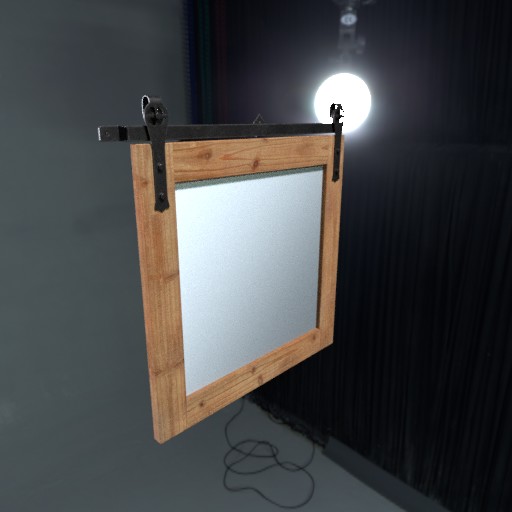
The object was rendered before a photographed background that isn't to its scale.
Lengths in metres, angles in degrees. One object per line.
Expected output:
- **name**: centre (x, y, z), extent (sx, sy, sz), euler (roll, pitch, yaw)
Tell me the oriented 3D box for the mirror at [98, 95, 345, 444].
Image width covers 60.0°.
- **mirror**: centre (0.000, 0.000, 1.202), extent (0.054, 0.800, 0.805), euler (16, 24, 42)
